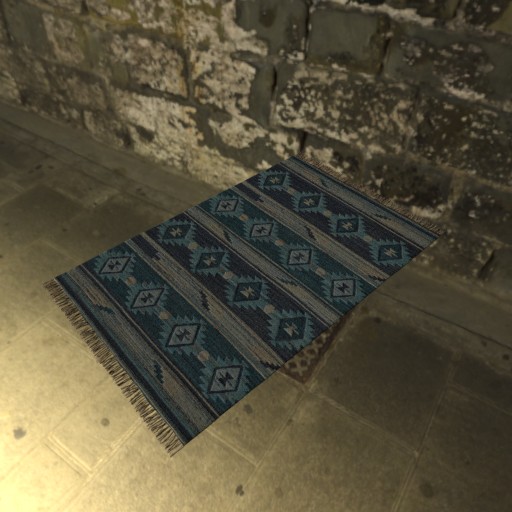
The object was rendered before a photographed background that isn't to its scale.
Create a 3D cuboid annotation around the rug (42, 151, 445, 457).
[{"bbox_3d":[0.000,0.000,2.432,1.936,0.028,1.181,-32,53,-29],"label":"rug"}]
